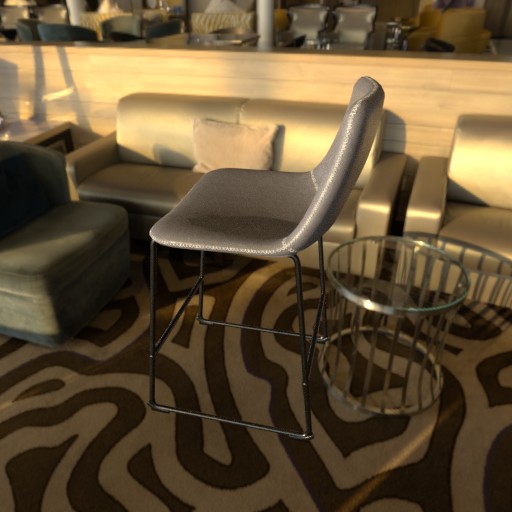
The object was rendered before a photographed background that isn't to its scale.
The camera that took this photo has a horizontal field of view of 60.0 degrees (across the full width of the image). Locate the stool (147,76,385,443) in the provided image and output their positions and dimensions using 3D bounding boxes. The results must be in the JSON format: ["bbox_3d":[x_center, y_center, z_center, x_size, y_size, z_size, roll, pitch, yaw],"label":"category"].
[{"bbox_3d":[0.000,0.000,1.180,0.546,0.876,0.470,7,31,12],"label":"stool"}]
